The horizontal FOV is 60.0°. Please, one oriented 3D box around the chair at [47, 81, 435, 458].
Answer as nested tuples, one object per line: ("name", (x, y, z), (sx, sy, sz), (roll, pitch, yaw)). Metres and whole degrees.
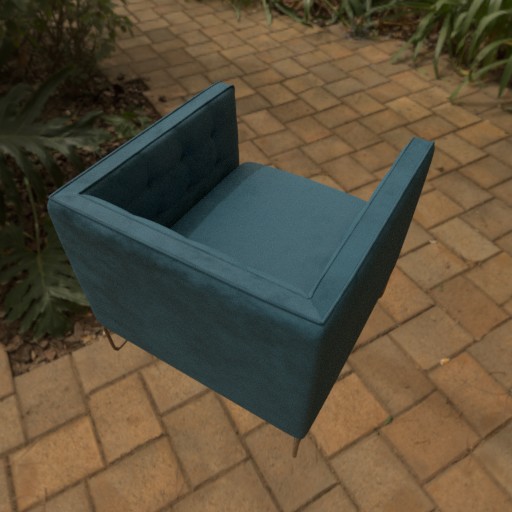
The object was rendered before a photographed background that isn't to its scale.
("chair", (0.000, 0.000, 1.608), (0.880, 0.790, 0.894), (24, 51, 21))
